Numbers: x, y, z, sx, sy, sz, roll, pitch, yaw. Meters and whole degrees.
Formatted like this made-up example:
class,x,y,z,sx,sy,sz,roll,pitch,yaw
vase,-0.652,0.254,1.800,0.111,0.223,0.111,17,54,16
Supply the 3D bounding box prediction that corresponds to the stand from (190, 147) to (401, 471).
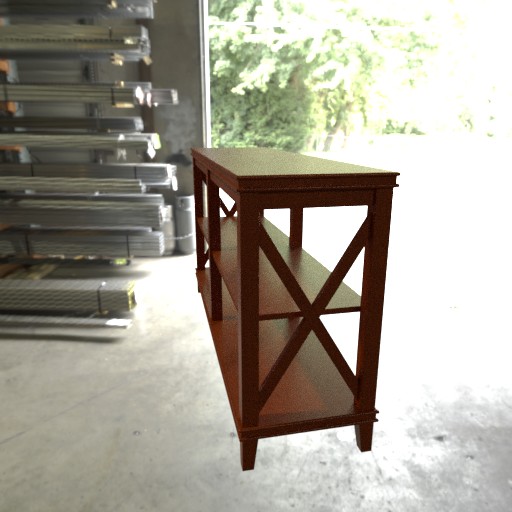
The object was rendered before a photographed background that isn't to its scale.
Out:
class,x,y,z,sx,sy,sz,roll,pitch,yaw
stand,0.000,0.000,1.719,0.381,0.762,1.372,-3,17,-12
